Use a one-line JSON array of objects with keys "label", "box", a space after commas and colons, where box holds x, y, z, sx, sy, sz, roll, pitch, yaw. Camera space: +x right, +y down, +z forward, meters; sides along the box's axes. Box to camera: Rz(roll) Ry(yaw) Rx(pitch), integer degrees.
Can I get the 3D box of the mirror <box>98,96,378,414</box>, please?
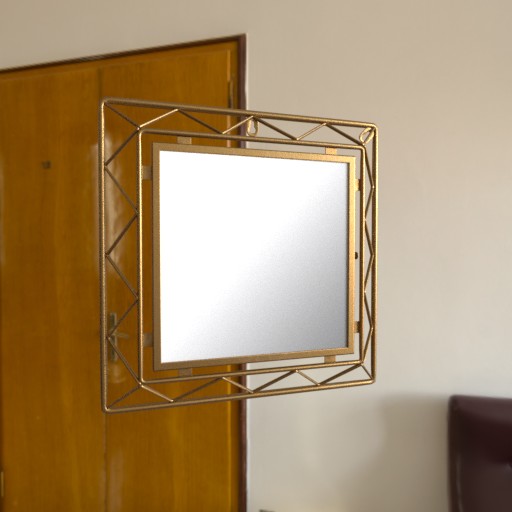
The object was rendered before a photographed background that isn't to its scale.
[{"label": "mirror", "box": [0.000, 0.000, 0.622, 0.416, 0.414, 0.046, -1, 2, -18]}]
